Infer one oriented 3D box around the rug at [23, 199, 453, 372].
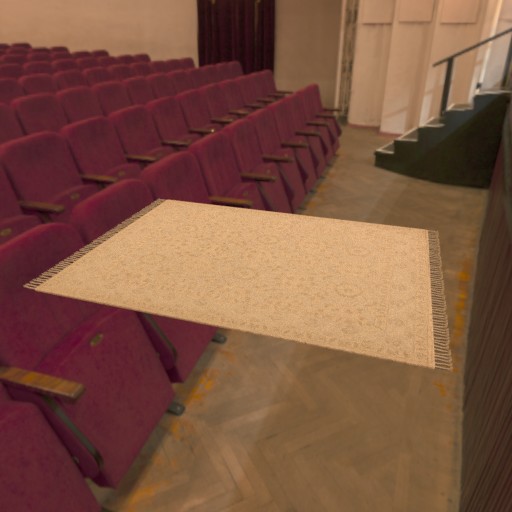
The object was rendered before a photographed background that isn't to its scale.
[{"bbox_3d":[0.000,0.000,2.236,1.771,0.015,1.223,8,28,16],"label":"rug"}]
